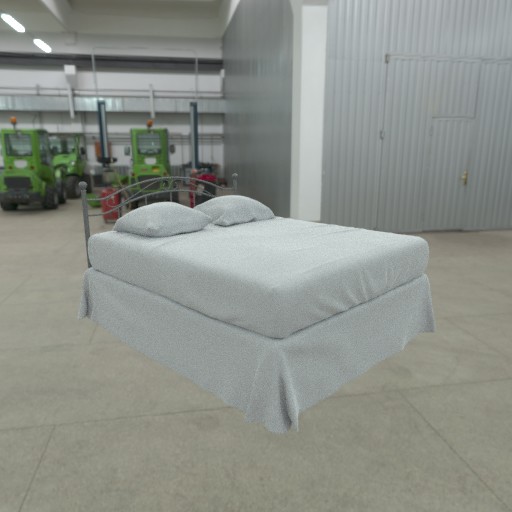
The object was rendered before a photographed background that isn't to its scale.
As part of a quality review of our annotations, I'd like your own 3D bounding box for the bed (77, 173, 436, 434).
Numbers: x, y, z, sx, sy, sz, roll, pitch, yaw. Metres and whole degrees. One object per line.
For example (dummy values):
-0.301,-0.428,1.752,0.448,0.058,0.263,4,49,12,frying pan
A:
0.000,0.000,3.323,2.215,1.080,1.936,13,19,43,bed
